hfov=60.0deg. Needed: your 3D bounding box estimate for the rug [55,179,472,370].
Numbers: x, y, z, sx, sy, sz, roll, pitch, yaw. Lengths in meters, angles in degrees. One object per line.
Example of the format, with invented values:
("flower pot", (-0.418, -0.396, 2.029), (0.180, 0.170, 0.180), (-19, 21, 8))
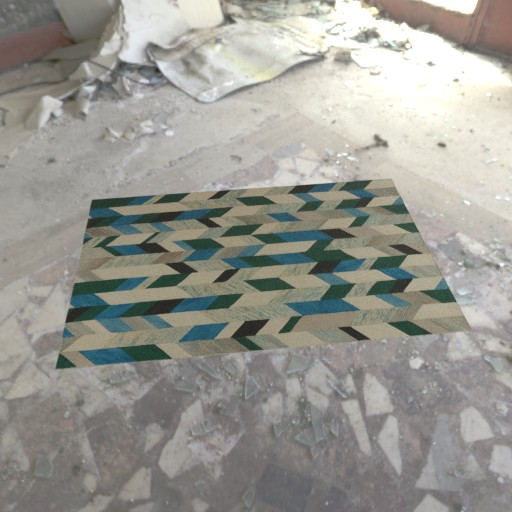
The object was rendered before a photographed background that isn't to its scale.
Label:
("rug", (0.000, 0.000, 3.070), (2.433, 0.007, 1.507), (-5, 47, -4))
